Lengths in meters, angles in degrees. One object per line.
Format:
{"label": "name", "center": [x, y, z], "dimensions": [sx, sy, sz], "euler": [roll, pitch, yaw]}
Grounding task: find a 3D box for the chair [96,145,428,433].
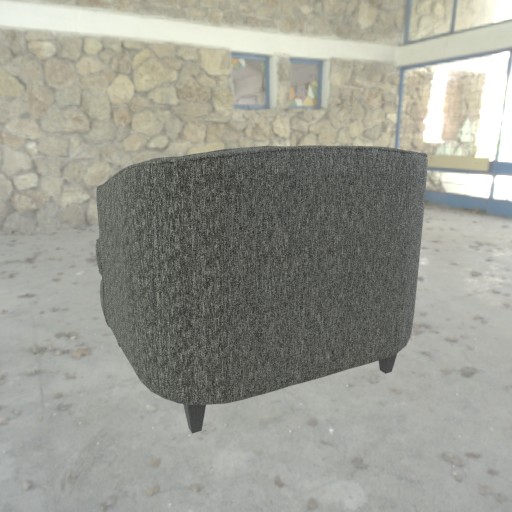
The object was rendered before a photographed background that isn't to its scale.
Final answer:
{"label": "chair", "center": [0.000, 0.000, 1.745], "dimensions": [1.104, 0.852, 0.941], "euler": [-7, 16, -26]}
